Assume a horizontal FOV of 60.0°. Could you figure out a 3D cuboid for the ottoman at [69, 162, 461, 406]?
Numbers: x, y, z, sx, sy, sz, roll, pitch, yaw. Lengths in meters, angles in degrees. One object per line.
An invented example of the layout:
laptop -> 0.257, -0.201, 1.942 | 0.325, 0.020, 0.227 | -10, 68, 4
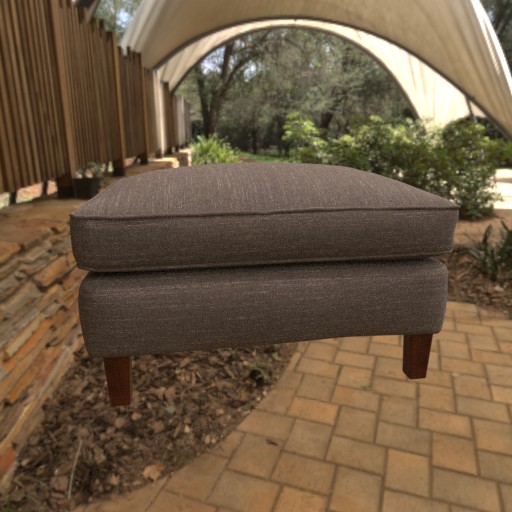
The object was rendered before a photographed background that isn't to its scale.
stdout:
ottoman -> 0.000, 0.000, 0.990 | 0.686, 0.406, 0.508 | -2, 16, -8
